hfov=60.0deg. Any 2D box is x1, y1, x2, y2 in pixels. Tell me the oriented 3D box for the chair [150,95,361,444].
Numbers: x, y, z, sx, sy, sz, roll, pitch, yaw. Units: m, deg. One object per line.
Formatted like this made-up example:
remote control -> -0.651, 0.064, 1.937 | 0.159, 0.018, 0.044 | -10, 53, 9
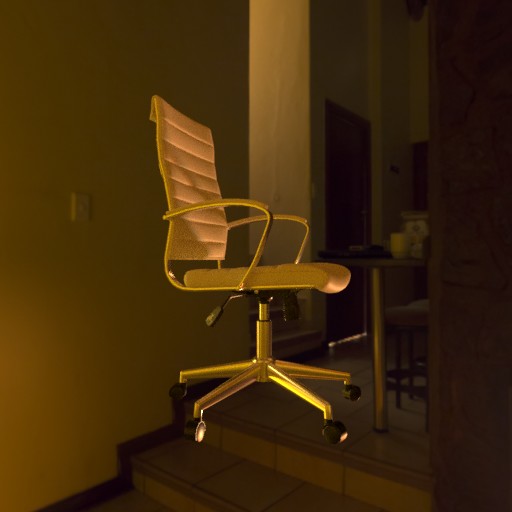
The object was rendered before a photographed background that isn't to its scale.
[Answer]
chair -> 0.000, 0.000, 1.680 | 0.739, 1.149, 0.766 | 0, -1, 20
